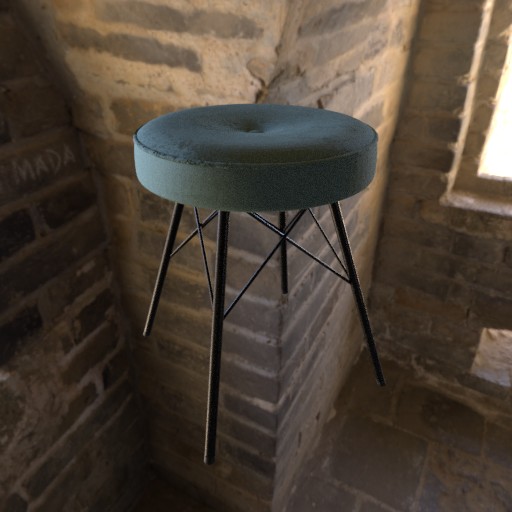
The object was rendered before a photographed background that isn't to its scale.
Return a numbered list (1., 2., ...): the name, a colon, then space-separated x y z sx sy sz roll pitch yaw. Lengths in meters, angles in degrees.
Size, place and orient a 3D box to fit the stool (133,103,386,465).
1. stool: 0.000 0.000 0.868 0.457 0.519 0.458 -10 30 -17
